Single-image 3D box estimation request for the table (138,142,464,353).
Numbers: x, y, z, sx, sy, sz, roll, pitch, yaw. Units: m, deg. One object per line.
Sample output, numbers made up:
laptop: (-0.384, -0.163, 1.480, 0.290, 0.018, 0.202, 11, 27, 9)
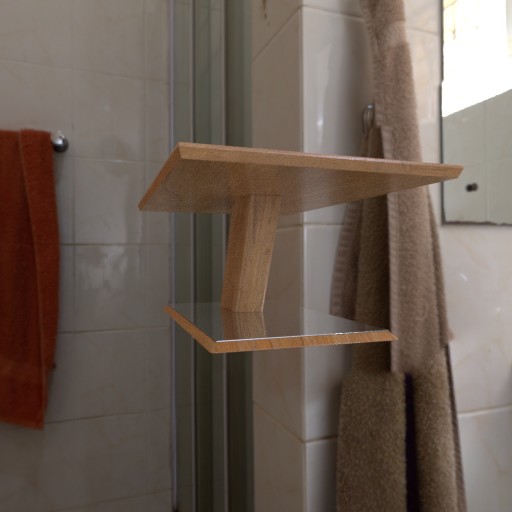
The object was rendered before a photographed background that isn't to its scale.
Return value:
table: (0.000, 0.000, 1.485, 0.692, 0.441, 1.100, 0, 0, -19)
